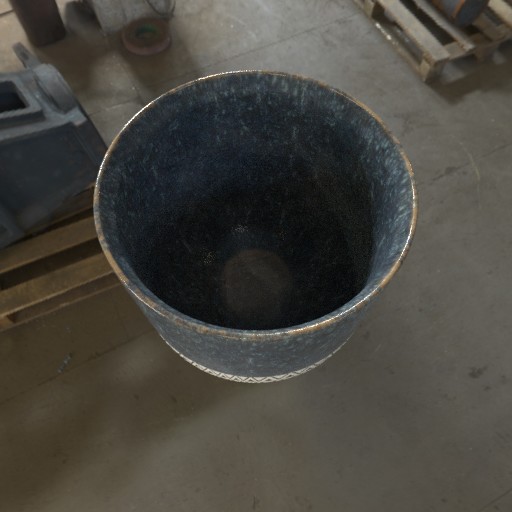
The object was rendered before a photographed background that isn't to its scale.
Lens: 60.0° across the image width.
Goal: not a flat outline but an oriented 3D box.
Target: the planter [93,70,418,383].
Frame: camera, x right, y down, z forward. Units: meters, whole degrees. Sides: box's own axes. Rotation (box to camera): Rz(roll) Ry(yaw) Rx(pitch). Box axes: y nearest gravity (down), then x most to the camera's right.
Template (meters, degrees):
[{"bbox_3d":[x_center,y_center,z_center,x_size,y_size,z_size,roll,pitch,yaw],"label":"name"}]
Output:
[{"bbox_3d":[0.000,0.000,0.486,0.266,0.270,0.266,0,63,0],"label":"planter"}]
